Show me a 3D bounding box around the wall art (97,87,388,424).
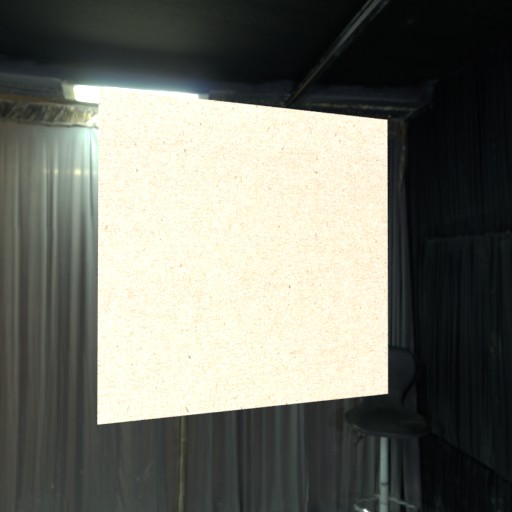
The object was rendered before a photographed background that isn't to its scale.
[{"bbox_3d":[0.000,0.000,1.153,0.773,0.775,0.031,0,-1,-18],"label":"wall art"}]
